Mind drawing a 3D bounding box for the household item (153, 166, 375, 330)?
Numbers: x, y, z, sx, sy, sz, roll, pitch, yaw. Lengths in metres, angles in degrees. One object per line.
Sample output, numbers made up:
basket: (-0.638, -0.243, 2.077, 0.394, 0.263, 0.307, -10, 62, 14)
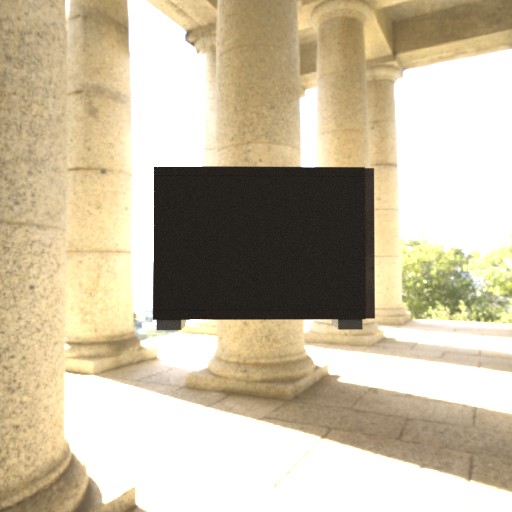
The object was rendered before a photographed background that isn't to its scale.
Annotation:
household item: (0.000, 0.000, 1.537, 0.420, 0.310, 1.400, 0, -1, -1)
